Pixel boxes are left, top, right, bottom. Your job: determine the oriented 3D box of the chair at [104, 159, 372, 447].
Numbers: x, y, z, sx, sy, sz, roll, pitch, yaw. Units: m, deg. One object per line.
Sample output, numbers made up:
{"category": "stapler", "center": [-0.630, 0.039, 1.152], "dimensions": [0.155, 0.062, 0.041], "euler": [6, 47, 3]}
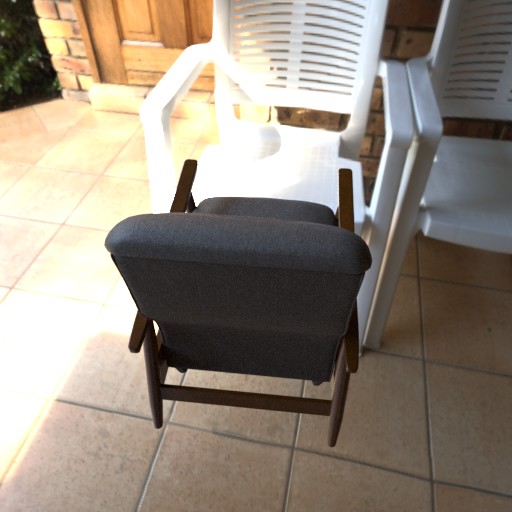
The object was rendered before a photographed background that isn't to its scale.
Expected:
{"category": "chair", "center": [0.000, 0.000, 1.725], "dimensions": [0.762, 1.081, 1.014], "euler": [4, 46, 4]}
